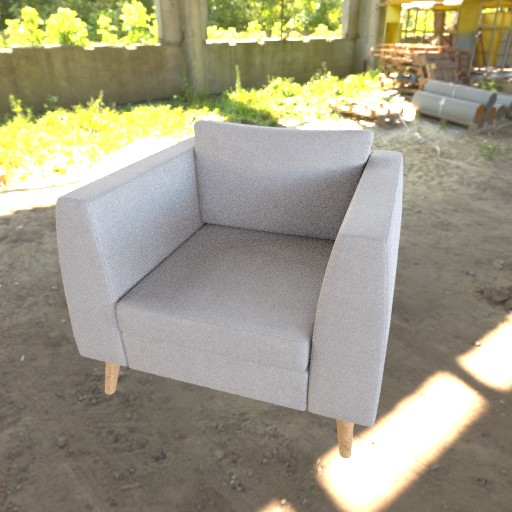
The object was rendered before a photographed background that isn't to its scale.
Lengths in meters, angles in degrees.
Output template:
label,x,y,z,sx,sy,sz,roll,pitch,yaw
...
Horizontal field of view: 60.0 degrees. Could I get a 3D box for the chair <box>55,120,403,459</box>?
label,x,y,z,sx,sy,sz,roll,pitch,yaw
chair,0.000,0.000,1.646,1.000,0.860,0.930,9,28,16
